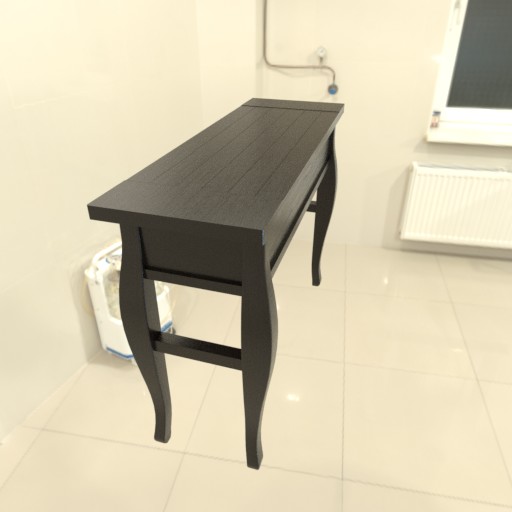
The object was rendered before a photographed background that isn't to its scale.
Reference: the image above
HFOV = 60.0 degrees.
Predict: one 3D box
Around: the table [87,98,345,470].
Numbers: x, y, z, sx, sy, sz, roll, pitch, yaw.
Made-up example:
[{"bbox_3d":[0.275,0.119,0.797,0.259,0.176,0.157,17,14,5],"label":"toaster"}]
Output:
[{"bbox_3d":[0.000,0.000,1.441,0.373,0.768,1.062,9,32,15],"label":"table"}]
